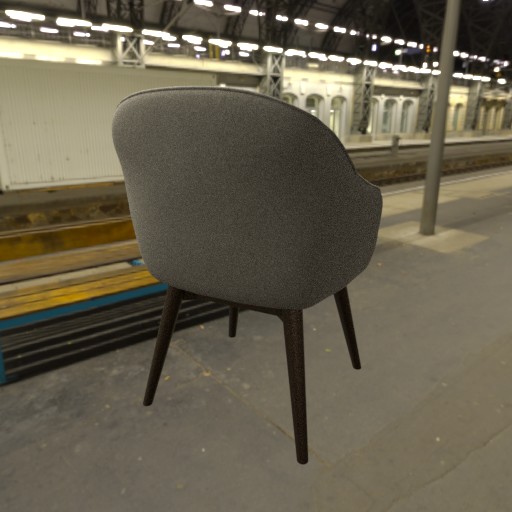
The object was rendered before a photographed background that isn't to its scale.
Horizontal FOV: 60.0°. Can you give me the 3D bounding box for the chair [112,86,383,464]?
[{"bbox_3d":[0.000,0.000,1.182,0.589,0.810,0.611,9,19,27],"label":"chair"}]
